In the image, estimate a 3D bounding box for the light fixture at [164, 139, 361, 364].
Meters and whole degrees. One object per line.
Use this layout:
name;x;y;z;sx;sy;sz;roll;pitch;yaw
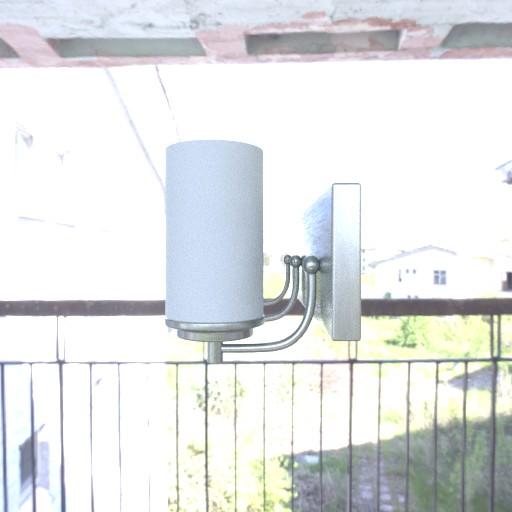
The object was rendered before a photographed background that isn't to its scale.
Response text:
light fixture;0.000;0.000;0.519;0.145;0.172;0.451;0;0;1
